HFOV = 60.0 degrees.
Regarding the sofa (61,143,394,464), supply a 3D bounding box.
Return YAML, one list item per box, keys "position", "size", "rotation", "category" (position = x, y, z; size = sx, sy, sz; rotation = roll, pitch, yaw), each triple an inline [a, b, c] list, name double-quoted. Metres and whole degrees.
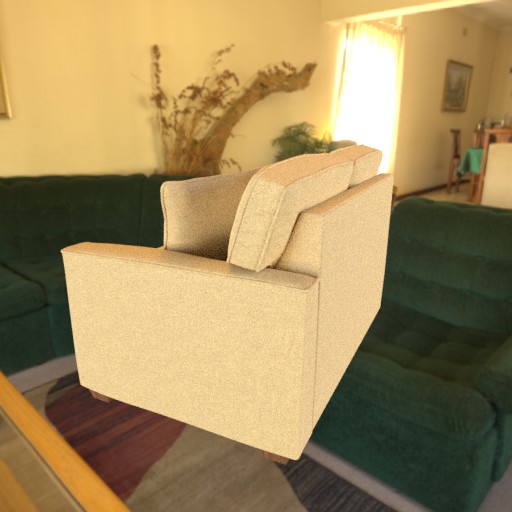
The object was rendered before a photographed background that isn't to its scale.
- position: [0.000, 0.000, 2.077]
  size: [0.991, 0.989, 1.388]
  rotation: [8, 19, 25]
  category: "sofa"
